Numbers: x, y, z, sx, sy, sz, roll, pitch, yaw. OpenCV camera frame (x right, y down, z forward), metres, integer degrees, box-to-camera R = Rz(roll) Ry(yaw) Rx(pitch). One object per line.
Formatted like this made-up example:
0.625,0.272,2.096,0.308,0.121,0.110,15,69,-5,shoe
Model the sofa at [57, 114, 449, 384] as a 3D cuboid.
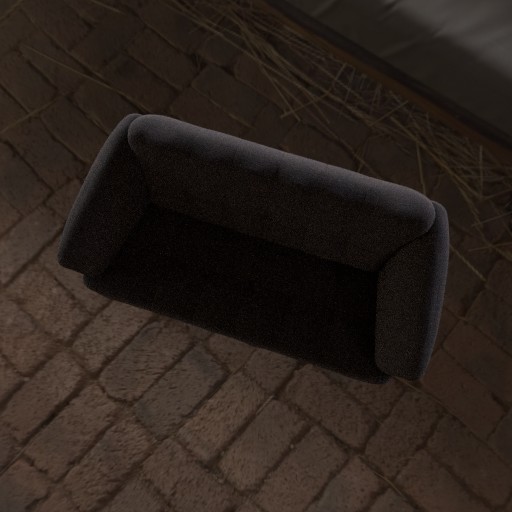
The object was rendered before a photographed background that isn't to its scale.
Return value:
0.000,0.000,2.330,1.849,0.790,0.887,17,77,4,sofa
